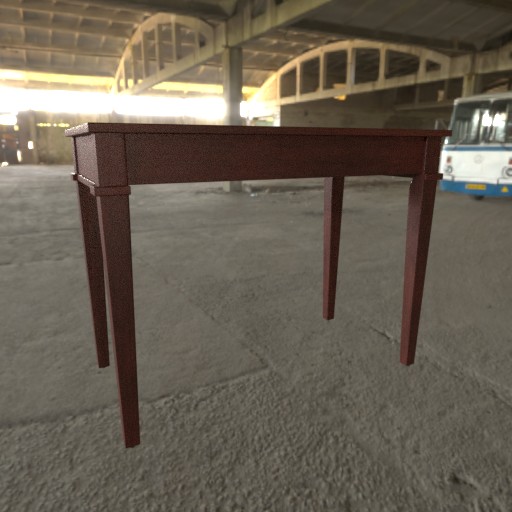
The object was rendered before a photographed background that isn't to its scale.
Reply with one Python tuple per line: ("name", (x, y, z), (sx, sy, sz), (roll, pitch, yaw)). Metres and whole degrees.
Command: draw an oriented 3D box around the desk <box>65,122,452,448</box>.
("desk", (0.000, 0.000, 1.395), (1.001, 0.762, 0.549), (-7, 16, -26))
